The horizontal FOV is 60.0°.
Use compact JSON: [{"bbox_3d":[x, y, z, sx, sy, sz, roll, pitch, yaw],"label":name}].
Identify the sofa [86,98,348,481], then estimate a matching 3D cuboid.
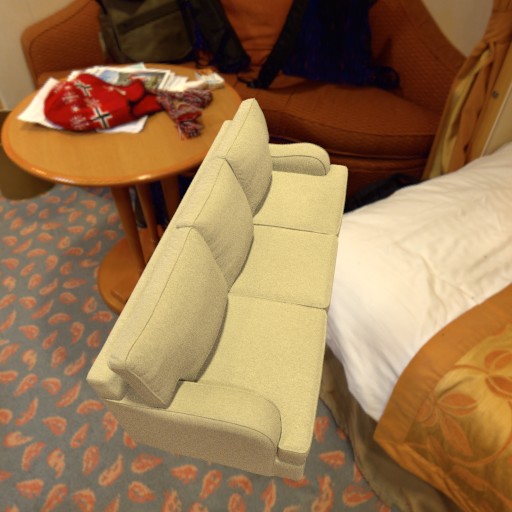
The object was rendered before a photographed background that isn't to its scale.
[{"bbox_3d":[0.000,0.000,2.813,1.016,0.991,2.323,9,47,9],"label":"sofa"}]
